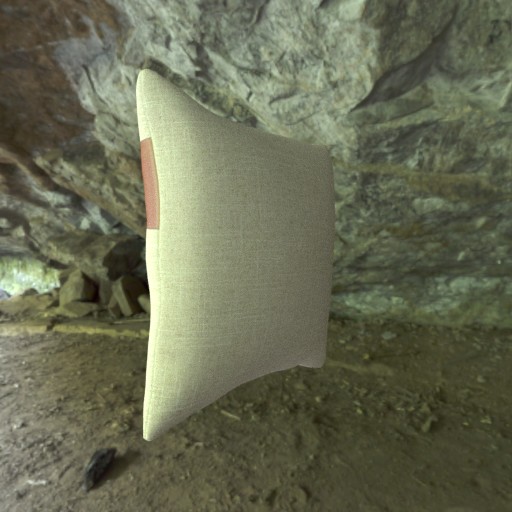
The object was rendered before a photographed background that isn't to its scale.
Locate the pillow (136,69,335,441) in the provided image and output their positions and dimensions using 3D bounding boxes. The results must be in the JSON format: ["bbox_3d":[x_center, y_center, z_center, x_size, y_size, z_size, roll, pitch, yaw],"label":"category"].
[{"bbox_3d":[0.000,0.000,0.636,0.173,0.399,0.414,0,0,36],"label":"pillow"}]
